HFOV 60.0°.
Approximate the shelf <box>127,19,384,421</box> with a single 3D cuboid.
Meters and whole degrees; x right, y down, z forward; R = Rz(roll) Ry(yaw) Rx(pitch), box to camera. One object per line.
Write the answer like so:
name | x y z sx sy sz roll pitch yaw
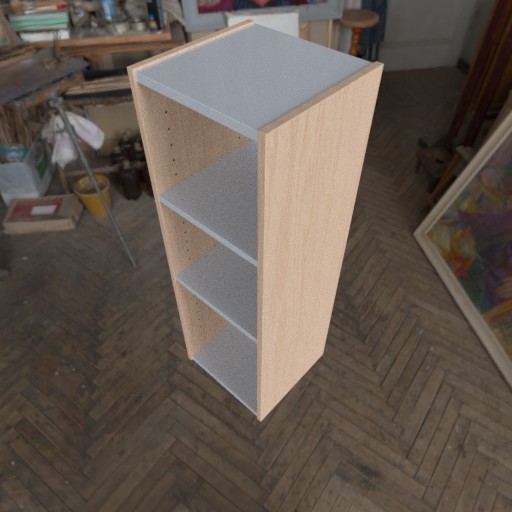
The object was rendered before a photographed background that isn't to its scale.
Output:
shelf | 0.000 0.000 1.045 0.300 0.900 0.290 34 55 28
